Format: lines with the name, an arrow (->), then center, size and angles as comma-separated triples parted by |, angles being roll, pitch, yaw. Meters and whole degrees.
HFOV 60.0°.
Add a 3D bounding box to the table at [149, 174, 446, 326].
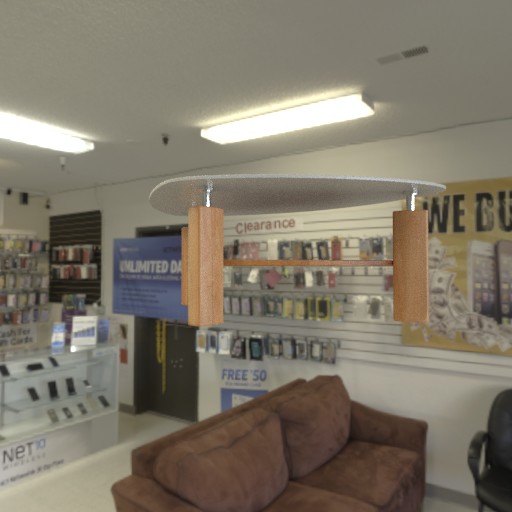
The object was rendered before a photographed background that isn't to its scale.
table -> 0.000, 0.000, 1.649 | 1.250, 0.440, 0.850 | -1, -2, 37
